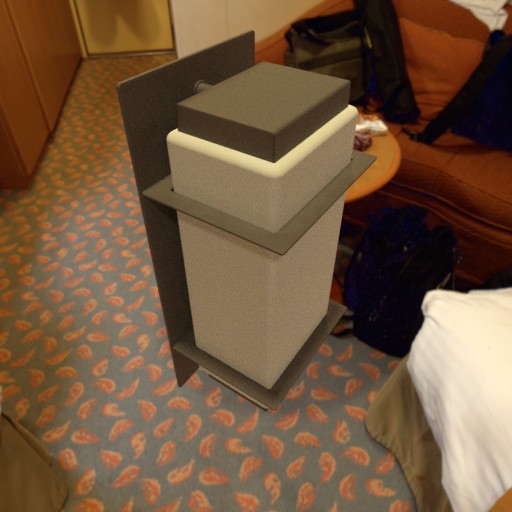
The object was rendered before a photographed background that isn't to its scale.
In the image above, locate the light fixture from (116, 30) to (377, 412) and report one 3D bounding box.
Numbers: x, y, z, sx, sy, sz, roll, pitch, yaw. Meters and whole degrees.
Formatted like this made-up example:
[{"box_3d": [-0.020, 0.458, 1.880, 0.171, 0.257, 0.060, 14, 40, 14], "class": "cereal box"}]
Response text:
[{"box_3d": [0.000, 0.000, 0.420, 0.146, 0.347, 0.153, 24, 47, 25], "class": "light fixture"}]
